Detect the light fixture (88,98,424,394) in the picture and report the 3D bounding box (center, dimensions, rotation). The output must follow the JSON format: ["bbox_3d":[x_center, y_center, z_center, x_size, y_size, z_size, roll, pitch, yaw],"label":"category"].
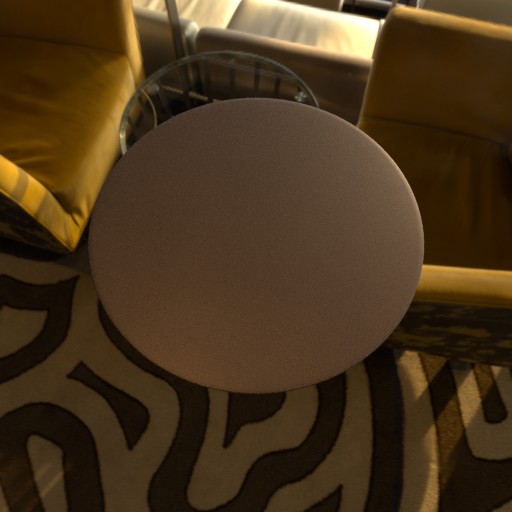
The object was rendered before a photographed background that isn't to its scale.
[{"bbox_3d":[0.000,0.000,0.434,0.280,0.135,0.280,0,65,0],"label":"light fixture"}]
